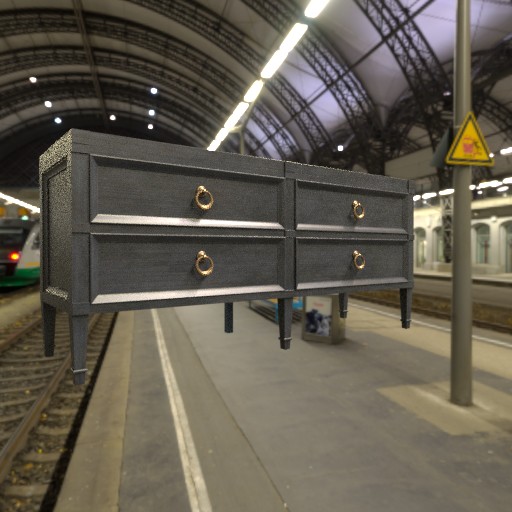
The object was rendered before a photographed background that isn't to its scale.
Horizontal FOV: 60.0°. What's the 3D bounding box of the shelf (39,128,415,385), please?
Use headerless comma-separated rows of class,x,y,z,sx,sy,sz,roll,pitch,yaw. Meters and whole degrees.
shelf,0.000,0.000,1.864,1.575,0.719,0.479,-1,1,-36
